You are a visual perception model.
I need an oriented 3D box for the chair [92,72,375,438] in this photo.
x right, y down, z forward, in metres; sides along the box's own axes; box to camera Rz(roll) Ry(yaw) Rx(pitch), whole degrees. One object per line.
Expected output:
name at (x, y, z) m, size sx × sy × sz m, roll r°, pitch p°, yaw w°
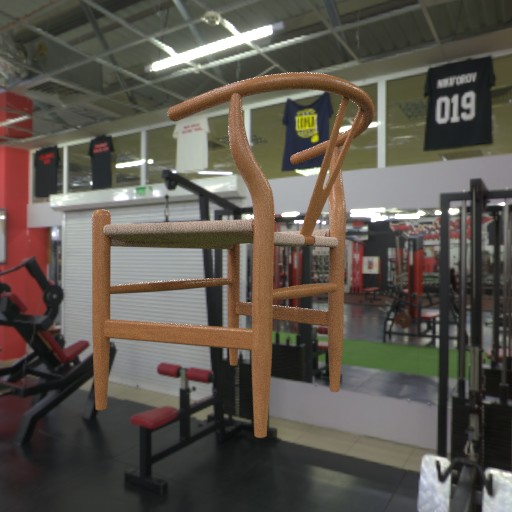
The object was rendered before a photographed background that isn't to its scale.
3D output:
chair at (0.000, 0.000, 1.127) m, size 0.579 × 0.730 × 0.569 m, roll 0°, pitch 0°, yaw 34°
